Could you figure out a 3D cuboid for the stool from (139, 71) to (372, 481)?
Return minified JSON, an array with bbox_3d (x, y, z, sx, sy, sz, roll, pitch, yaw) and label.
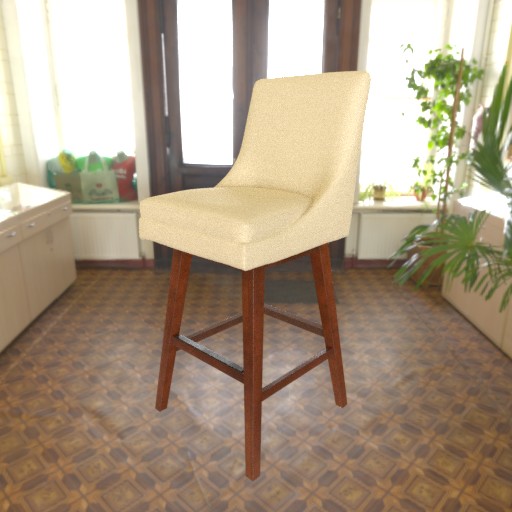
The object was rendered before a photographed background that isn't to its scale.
[{"bbox_3d":[0.000,0.000,1.395,0.470,1.097,0.559,16,23,41],"label":"stool"}]
